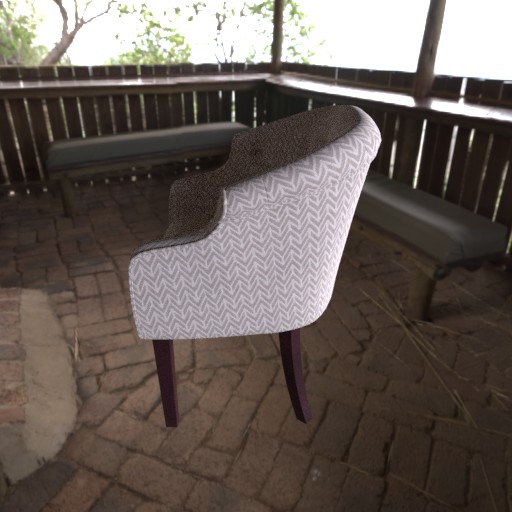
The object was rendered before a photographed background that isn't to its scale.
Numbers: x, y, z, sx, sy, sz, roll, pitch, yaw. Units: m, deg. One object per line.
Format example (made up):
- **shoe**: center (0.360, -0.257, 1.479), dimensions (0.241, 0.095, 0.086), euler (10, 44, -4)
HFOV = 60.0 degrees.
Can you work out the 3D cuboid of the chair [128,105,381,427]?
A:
- **chair**: center (0.000, 0.000, 1.341), dimensions (0.613, 0.858, 0.686), euler (0, 26, 0)
